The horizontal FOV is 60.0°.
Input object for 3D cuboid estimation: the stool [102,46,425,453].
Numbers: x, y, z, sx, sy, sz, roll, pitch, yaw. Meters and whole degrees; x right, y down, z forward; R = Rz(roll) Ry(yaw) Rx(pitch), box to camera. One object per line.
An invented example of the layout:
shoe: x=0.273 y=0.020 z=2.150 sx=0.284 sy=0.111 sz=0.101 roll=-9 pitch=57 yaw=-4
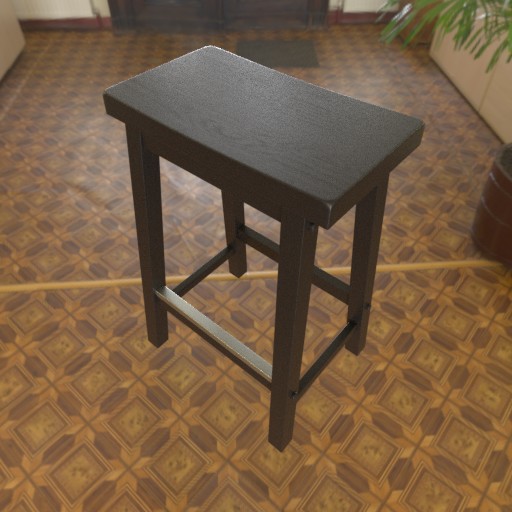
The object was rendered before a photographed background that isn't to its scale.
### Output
stool: x=0.000 y=0.000 z=0.840 sx=0.406 sy=0.610 sz=0.322 roll=31 pitch=54 yaw=27
